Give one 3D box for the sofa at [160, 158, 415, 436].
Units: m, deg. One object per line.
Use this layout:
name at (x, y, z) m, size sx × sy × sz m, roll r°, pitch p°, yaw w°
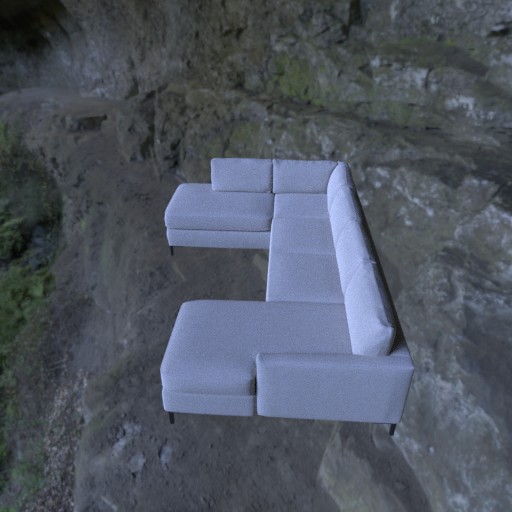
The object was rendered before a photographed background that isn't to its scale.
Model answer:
sofa at (0.000, 0.000, 3.879) m, size 1.989 × 0.862 × 2.984 m, roll 2°, pitch 31°, yaw 3°
